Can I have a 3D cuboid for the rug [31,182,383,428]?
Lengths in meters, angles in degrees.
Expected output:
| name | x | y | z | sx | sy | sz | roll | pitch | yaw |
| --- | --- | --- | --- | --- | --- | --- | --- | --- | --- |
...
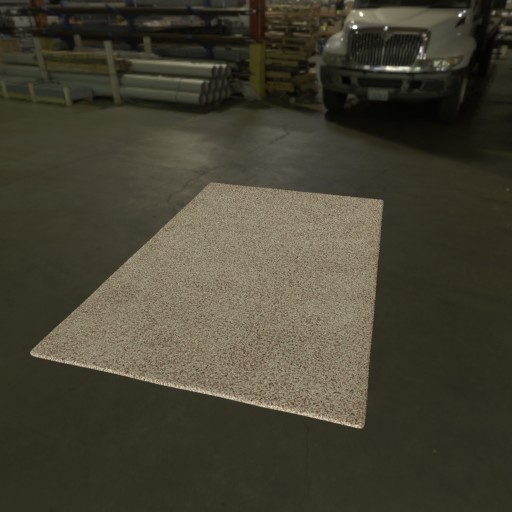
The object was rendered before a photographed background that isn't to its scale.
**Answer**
| name | x | y | z | sx | sy | sz | roll | pitch | yaw |
| --- | --- | --- | --- | --- | --- | --- | --- | --- | --- |
| rug | 0.000 | 0.000 | 3.334 | 1.778 | 0.030 | 2.743 | 8 | 30 | 14 |
